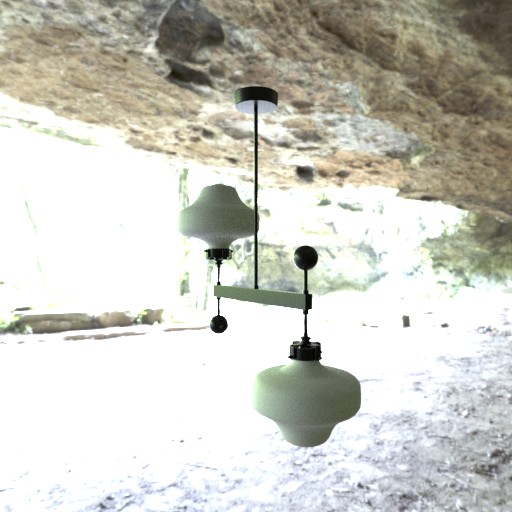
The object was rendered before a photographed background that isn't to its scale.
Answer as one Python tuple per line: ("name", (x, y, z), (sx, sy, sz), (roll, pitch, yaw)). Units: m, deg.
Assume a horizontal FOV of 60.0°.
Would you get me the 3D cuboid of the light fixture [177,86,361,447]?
("light fixture", (0.000, 0.000, 1.017), (0.489, 0.743, 0.422), (0, 0, 18))
